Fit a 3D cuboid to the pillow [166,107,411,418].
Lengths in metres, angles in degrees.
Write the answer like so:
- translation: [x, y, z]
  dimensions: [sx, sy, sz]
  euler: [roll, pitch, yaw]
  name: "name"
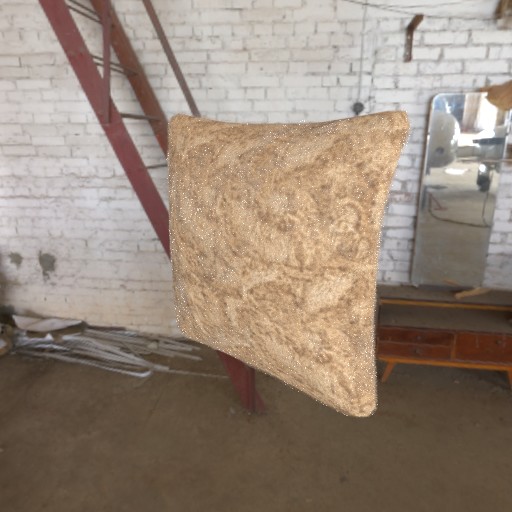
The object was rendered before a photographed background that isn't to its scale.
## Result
- translation: [0.000, 0.000, 0.834]
  dimensions: [0.538, 0.525, 0.216]
  euler: [15, 22, 41]
  name: "pillow"
